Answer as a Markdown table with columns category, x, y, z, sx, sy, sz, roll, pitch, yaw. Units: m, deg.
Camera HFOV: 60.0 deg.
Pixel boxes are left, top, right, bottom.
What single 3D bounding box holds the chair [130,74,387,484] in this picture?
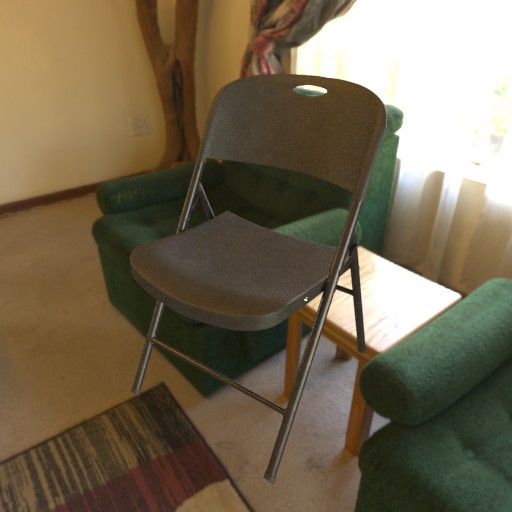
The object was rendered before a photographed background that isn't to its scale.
| category | x | y | z | sx | sy | sz | roll | pitch | yaw |
| --- | --- | --- | --- | --- | --- | --- | --- | --- | --- |
| chair | 0.000 | 0.000 | 1.149 | 0.494 | 0.810 | 0.566 | 20 | 36 | 30 |
